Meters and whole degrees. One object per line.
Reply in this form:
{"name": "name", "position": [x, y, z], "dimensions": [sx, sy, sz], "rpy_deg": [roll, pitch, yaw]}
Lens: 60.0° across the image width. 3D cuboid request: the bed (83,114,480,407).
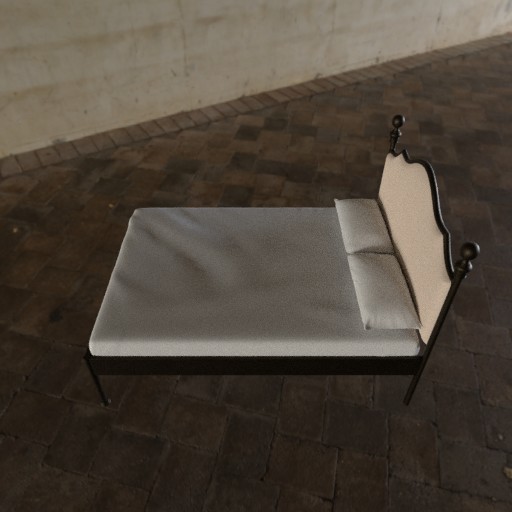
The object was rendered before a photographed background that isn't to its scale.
{"name": "bed", "position": [0.000, 0.000, 3.150], "dimensions": [2.170, 1.462, 1.533], "rpy_deg": [0, 42, 0]}
